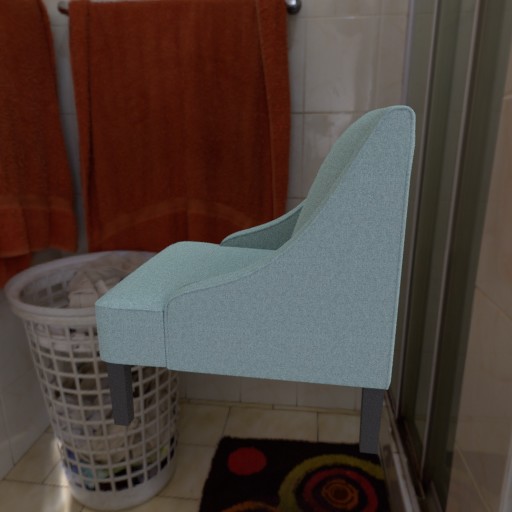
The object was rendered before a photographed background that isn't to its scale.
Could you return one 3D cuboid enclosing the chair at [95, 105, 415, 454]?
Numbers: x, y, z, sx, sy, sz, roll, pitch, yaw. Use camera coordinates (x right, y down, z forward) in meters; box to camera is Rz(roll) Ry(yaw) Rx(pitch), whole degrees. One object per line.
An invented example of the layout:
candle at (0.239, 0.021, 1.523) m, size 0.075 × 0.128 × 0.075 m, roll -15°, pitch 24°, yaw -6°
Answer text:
chair at (0.000, 0.000, 1.815) m, size 1.025 × 1.133 × 0.857 m, roll 3°, pitch 17°, yaw 9°
